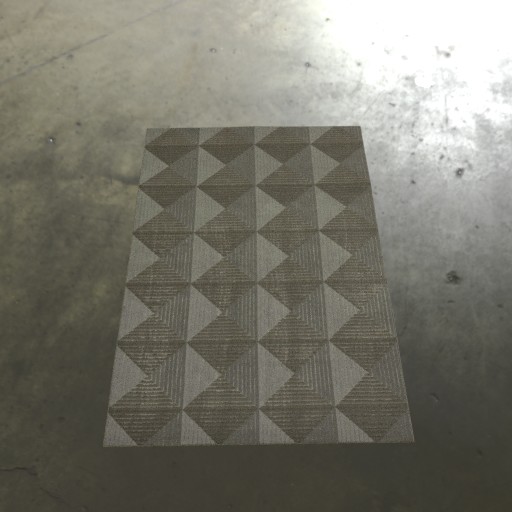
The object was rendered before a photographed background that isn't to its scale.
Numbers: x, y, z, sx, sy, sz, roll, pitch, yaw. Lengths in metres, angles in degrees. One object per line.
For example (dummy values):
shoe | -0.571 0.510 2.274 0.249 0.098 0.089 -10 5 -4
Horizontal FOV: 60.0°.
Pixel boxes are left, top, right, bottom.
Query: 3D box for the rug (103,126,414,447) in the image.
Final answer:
rug | 0.000 0.000 4.237 2.428 0.027 3.333 -1 62 0
